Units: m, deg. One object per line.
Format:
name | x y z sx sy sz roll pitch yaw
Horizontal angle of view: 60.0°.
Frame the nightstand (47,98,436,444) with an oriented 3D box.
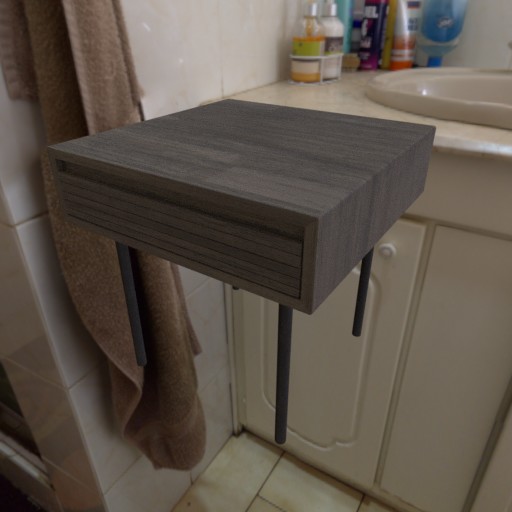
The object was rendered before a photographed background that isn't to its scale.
nightstand | 0.000 0.000 0.915 0.502 0.497 0.503 18 35 29
